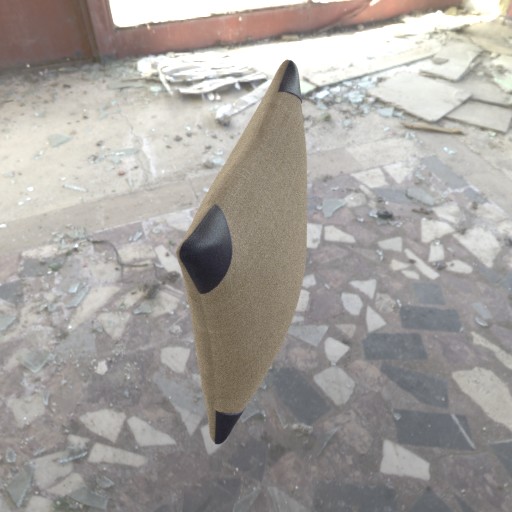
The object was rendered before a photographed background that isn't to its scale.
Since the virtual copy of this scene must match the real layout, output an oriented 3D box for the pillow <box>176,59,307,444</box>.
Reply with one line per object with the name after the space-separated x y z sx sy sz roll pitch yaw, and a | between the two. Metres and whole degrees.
0.000 0.000 0.686 0.147 0.441 0.440 11 47 10 | pillow
